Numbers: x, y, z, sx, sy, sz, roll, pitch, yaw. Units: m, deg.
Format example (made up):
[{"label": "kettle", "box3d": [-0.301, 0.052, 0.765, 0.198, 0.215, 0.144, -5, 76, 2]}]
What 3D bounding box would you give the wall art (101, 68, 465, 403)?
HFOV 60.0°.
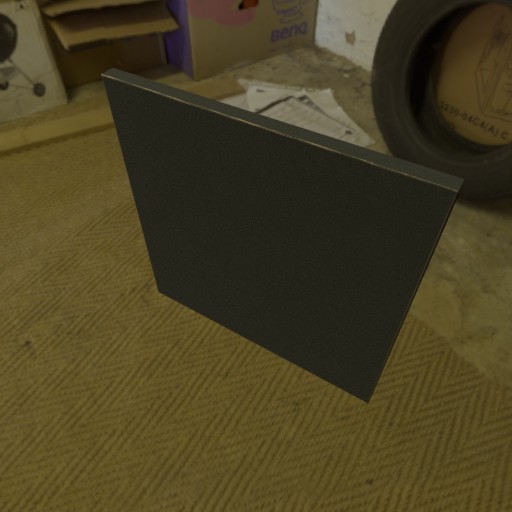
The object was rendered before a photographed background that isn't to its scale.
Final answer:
[{"label": "wall art", "box3d": [0.000, 0.000, 0.444, 0.304, 0.303, 0.015, 24, 52, 21]}]
